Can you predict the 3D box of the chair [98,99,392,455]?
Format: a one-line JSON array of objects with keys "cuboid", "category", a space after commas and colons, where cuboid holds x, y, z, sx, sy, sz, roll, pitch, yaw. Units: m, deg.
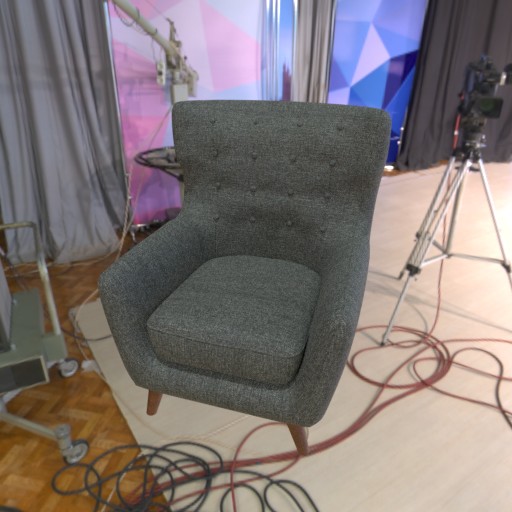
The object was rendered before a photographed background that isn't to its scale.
[{"cuboid": [0.000, 0.000, 1.729, 0.878, 1.063, 0.904, 8, 27, 16], "category": "chair"}]
